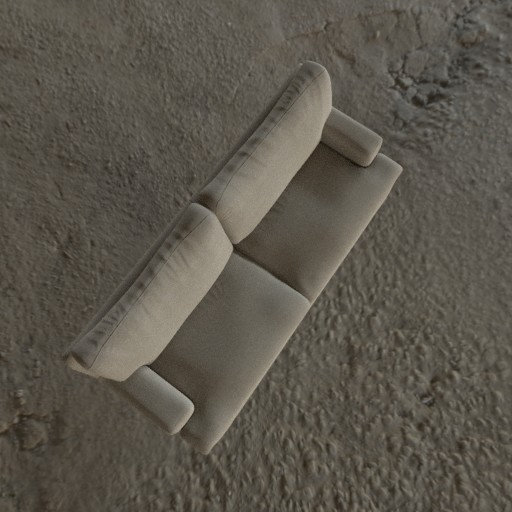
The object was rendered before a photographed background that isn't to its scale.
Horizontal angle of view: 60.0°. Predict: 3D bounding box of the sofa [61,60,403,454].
[{"bbox_3d":[0.000,0.000,2.871,0.962,0.980,2.354,35,78,9],"label":"sofa"}]
